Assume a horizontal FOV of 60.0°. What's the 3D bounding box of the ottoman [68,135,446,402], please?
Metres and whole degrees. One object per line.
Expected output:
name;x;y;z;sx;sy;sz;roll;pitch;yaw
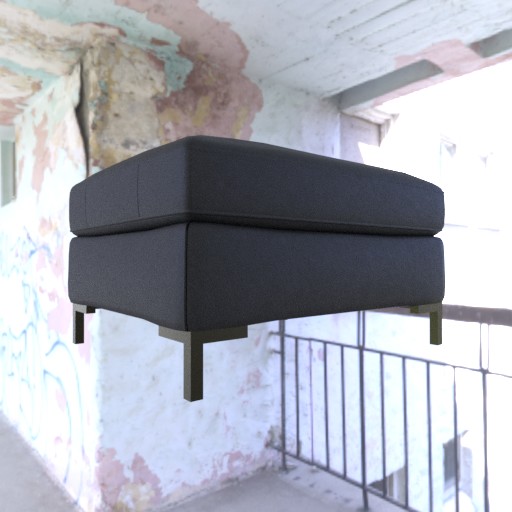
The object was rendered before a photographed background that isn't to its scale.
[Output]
ottoman;0.000;0.000;1.762;1.187;0.696;0.967;0;0;-38
